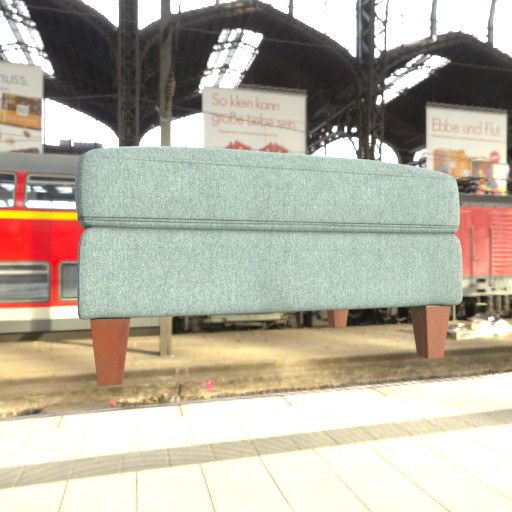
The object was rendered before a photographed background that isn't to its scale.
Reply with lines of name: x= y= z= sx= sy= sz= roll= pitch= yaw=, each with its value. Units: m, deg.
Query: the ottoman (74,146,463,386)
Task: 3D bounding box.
ottoman: x=0.000 y=0.000 z=1.176 sx=0.864 sy=0.483 sz=0.584 roll=0 pitch=0 yaw=-17
